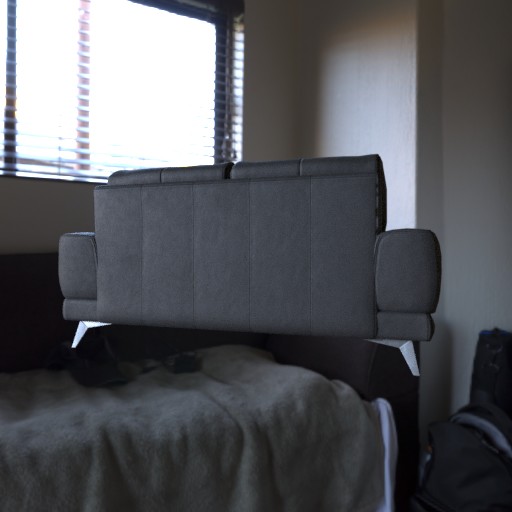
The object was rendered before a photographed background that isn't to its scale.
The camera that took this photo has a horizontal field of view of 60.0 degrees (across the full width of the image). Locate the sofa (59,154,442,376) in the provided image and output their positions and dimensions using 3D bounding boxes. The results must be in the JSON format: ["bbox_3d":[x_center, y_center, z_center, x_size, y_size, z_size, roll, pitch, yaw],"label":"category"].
[{"bbox_3d":[0.000,0.000,2.406,1.806,0.907,1.018,0,1,18],"label":"sofa"}]
